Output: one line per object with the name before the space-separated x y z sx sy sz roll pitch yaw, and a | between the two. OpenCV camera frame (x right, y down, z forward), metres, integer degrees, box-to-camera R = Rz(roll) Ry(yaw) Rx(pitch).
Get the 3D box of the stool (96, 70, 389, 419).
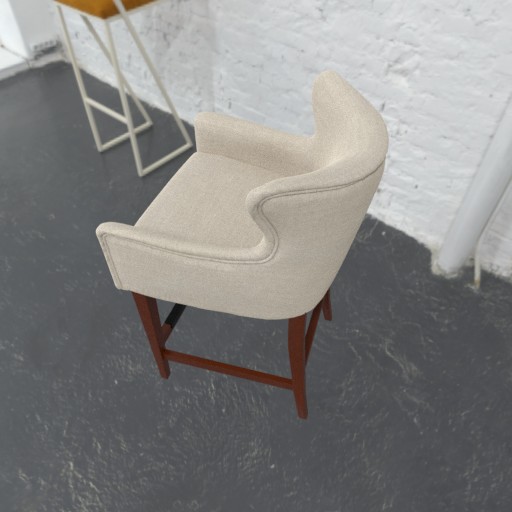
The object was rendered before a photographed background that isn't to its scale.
stool | 0.000 0.000 1.403 0.637 0.987 0.615 14 48 13
